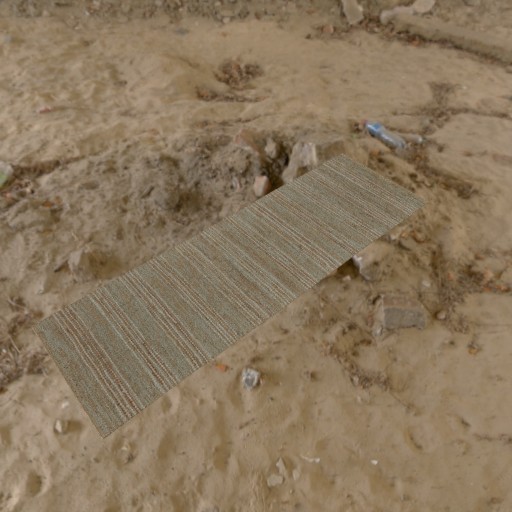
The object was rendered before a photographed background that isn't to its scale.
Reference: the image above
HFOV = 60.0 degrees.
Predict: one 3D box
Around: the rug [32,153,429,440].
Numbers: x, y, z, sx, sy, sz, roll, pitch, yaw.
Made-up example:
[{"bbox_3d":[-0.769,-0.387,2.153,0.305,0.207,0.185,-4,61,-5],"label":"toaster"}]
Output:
[{"bbox_3d":[0.000,0.000,2.667,2.438,0.006,0.783,-32,54,-27],"label":"rug"}]
